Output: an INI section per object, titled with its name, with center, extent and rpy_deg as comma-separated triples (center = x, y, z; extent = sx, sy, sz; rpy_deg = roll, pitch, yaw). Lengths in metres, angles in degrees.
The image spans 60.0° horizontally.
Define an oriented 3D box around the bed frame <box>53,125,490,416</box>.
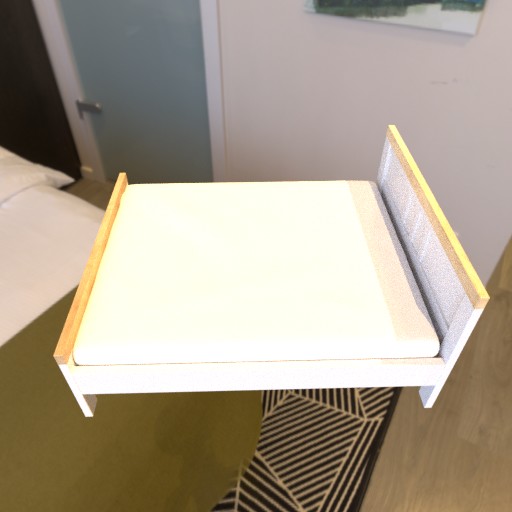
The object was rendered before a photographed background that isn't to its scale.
[bed frame]
center = 0.000, 0.000, 2.904
extent = 2.050, 0.980, 1.670
rpy_deg = -1, 43, -1
